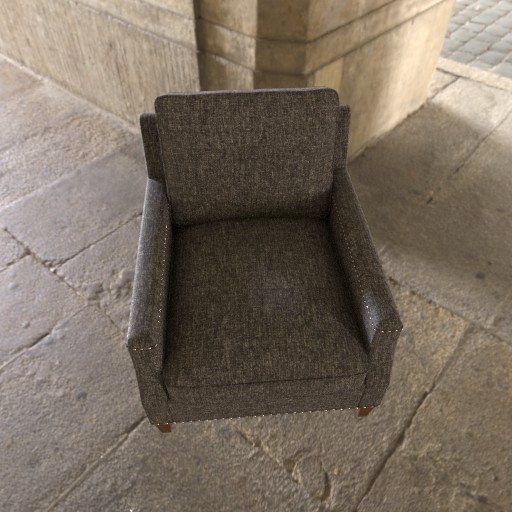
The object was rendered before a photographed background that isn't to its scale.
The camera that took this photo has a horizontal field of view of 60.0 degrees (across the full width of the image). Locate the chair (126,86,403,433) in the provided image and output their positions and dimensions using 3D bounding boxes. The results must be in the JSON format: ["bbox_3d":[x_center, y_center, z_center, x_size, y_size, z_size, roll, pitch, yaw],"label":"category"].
[{"bbox_3d":[0.000,0.000,1.681,0.853,0.943,1.014,-4,48,-3],"label":"chair"}]
